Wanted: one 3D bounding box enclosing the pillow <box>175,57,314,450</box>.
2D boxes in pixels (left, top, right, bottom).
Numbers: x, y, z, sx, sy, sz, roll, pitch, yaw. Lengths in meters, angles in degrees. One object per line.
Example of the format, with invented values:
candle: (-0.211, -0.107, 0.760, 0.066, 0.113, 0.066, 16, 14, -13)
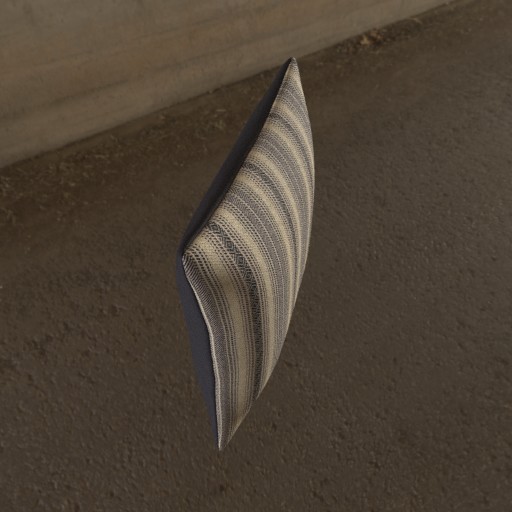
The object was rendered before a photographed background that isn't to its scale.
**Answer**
pillow: (0.000, 0.000, 0.800, 0.166, 0.508, 0.520, 12, 47, 11)
